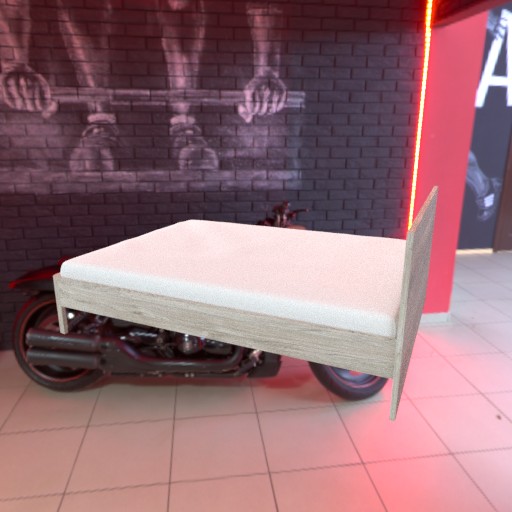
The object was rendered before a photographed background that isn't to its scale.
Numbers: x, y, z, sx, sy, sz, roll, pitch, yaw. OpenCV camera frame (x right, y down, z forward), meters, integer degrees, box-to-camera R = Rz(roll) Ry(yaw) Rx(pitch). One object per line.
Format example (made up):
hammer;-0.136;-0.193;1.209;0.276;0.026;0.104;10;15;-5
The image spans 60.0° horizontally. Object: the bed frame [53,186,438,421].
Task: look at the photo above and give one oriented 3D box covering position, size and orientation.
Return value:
bed frame;0.000;0.000;2.763;1.950;0.800;1.490;7;18;24
